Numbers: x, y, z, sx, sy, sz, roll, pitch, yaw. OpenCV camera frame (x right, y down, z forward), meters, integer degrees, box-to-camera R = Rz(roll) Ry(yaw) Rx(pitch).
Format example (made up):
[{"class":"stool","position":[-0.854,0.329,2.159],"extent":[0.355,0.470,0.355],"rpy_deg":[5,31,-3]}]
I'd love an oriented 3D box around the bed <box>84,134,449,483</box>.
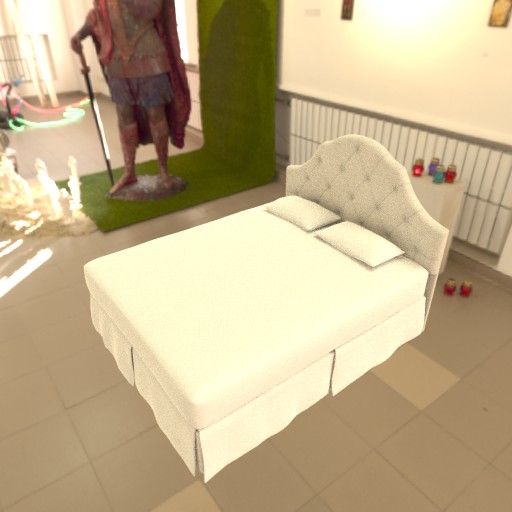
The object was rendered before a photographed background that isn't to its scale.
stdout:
[{"class":"bed","position":[0.000,0.000,3.767],"extent":[2.477,1.617,2.039],"rpy_deg":[-22,37,-31]}]
